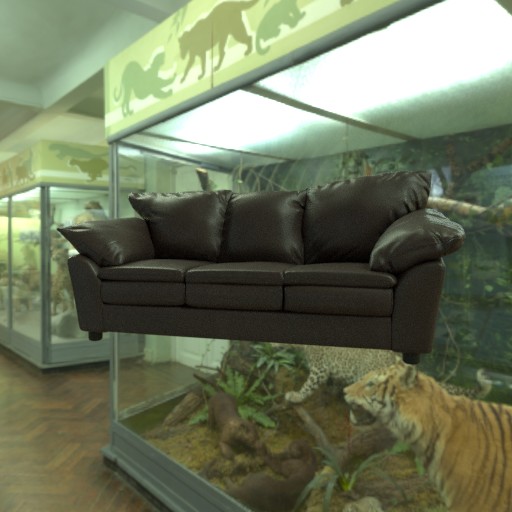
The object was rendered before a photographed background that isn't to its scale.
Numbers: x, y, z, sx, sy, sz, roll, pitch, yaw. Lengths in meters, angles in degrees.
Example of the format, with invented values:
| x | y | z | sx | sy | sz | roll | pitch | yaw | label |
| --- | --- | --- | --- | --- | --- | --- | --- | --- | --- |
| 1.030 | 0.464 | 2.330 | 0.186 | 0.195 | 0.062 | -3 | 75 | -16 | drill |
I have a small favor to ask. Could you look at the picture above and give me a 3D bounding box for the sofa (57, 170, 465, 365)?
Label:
| x | y | z | sx | sy | sz | roll | pitch | yaw | label |
| --- | --- | --- | --- | --- | --- | --- | --- | --- | --- |
| 0.000 | 0.000 | 2.875 | 2.390 | 1.091 | 0.907 | 0 | 1 | 17 | sofa |
